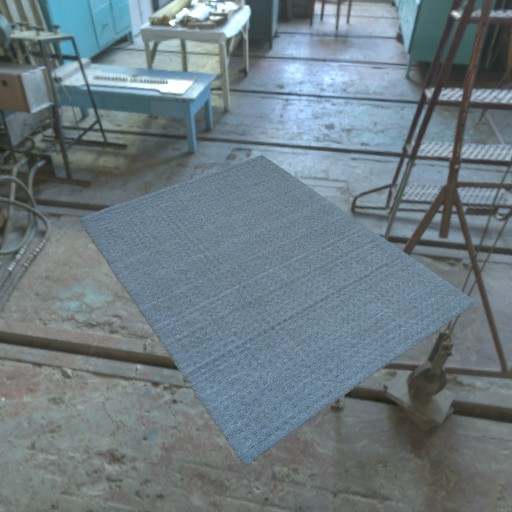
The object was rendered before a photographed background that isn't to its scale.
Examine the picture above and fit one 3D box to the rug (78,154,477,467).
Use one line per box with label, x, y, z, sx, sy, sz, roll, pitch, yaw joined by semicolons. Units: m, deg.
rug;0.000;0.000;4.285;2.443;0.007;3.200;-25;47;-26
